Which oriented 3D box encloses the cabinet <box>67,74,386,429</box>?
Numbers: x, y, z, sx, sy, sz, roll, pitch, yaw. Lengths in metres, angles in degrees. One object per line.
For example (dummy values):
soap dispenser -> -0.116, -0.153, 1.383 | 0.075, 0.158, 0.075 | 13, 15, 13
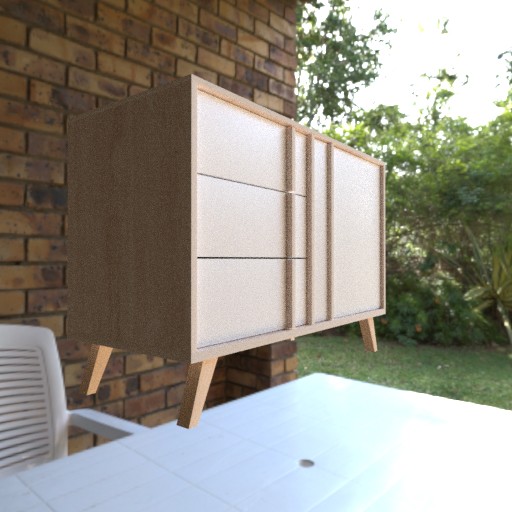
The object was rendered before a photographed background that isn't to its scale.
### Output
cabinet -> 0.000, 0.000, 1.549 | 0.500, 0.780, 1.110 | 0, -1, 38
